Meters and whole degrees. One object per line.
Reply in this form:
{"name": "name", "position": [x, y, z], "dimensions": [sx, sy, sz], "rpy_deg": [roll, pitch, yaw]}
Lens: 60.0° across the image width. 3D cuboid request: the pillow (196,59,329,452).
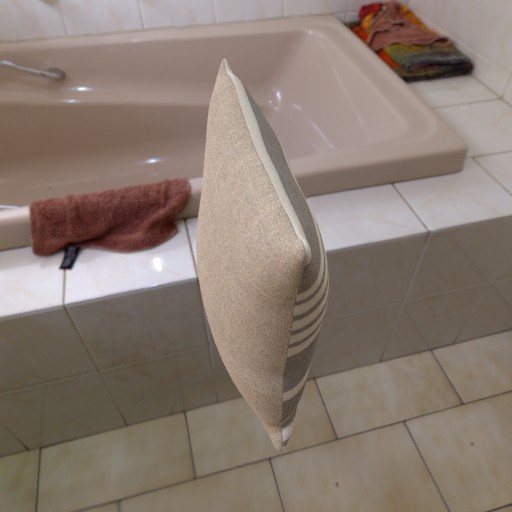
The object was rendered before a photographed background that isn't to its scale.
{"name": "pillow", "position": [0.000, 0.000, 0.682], "dimensions": [0.182, 0.440, 0.439], "rpy_deg": [-9, 47, -8]}
